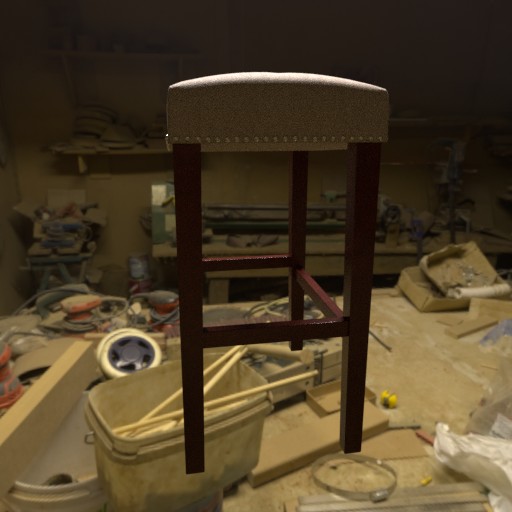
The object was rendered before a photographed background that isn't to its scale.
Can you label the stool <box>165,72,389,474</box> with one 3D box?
[{"bbox_3d":[0.000,0.000,1.022,0.372,0.742,0.504,-3,16,-10],"label":"stool"}]
